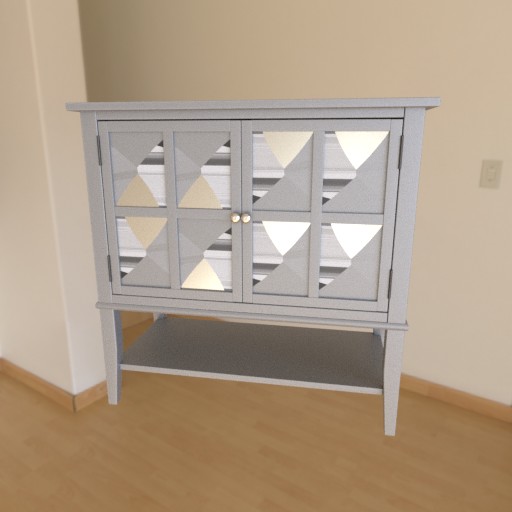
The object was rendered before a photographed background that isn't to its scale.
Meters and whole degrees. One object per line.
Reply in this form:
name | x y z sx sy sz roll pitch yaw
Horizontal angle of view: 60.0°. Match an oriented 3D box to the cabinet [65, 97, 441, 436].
cabinet | 0.000 0.000 1.216 0.801 0.780 0.396 3 15 10
